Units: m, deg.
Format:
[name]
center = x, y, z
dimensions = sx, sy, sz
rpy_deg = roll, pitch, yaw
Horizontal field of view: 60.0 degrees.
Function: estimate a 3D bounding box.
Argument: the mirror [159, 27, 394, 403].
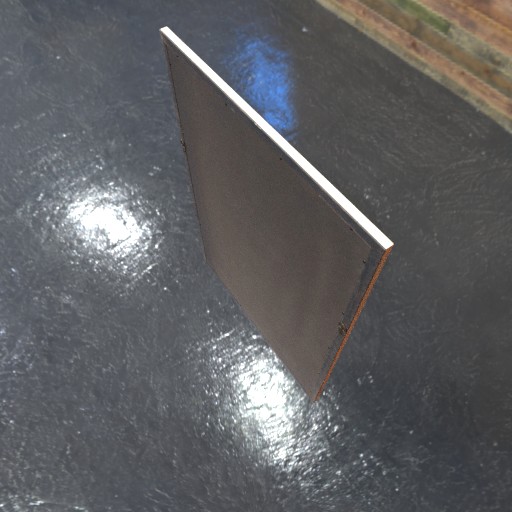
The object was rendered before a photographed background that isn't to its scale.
[mirror]
center = 0.000, 0.000, 1.254
dimensions = 0.025, 0.996, 0.705
rpy_deg = -31, 64, -18
